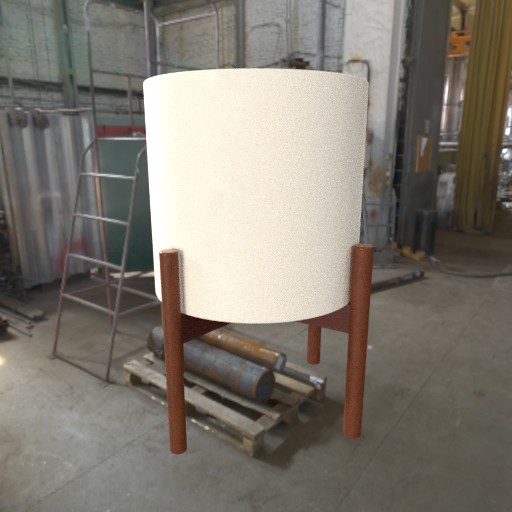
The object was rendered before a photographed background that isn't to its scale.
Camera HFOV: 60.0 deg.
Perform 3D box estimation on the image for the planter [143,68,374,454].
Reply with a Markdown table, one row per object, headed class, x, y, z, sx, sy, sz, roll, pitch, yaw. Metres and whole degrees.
| class | x | y | z | sx | sy | sz | roll | pitch | yaw |
| --- | --- | --- | --- | --- | --- | --- | --- | --- | --- |
| planter | 0.000 | 0.000 | 0.928 | 0.417 | 0.670 | 0.417 | -2 | 15 | -9 |
